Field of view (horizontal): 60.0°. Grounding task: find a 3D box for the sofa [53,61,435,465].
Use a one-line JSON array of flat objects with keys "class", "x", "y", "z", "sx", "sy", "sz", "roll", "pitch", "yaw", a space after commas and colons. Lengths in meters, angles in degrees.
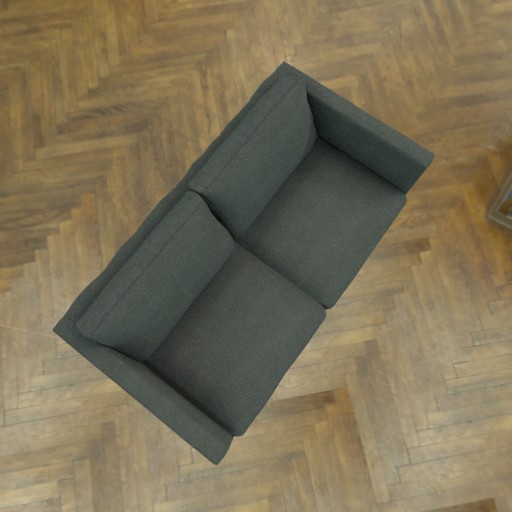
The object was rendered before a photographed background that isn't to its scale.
[{"class": "sofa", "x": 0.000, "y": 0.000, "z": 2.357, "sx": 0.974, "sy": 0.854, "sz": 1.802, "roll": 36, "pitch": 77, "yaw": 9}]
